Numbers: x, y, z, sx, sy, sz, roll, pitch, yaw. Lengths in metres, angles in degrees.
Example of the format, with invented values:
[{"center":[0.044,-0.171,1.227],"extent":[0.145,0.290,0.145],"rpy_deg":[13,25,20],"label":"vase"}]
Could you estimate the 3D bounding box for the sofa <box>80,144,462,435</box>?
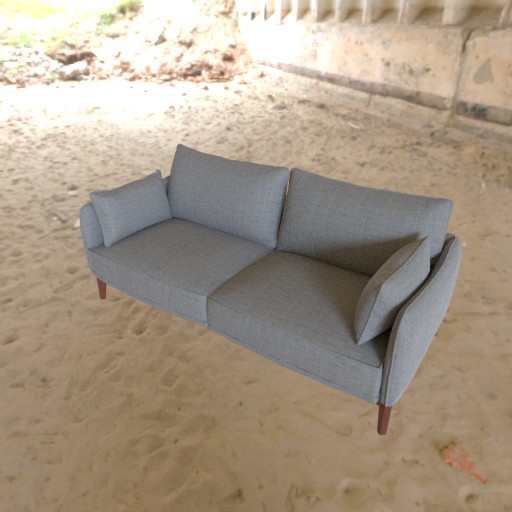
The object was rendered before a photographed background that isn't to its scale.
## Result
[{"center":[0.000,0.000,2.491],"extent":[1.989,0.851,0.972],"rpy_deg":[18,34,30],"label":"sofa"}]
